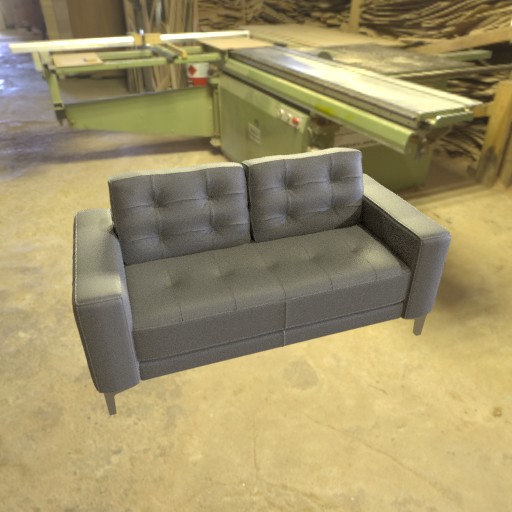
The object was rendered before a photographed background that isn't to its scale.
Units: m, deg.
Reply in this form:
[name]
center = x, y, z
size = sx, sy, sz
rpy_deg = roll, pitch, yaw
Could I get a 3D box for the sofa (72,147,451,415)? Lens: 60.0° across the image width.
[sofa]
center = 0.000, 0.000, 2.277
size = 1.726, 0.893, 0.833
rpy_deg = -10, 33, -16
